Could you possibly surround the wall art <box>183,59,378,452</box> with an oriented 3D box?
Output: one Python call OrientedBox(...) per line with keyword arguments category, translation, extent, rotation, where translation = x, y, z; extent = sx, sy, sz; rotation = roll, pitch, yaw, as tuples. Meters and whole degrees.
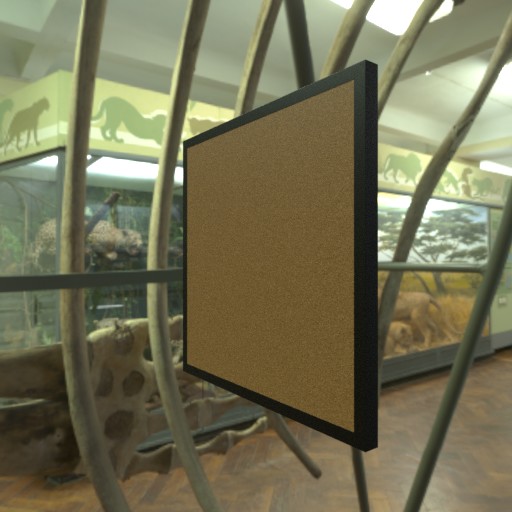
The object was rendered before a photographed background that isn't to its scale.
OrientedBox(category="wall art", translation=(0.000, 0.000, 1.176), extent=(0.038, 0.762, 0.762), rotation=(0, 0, -37))
